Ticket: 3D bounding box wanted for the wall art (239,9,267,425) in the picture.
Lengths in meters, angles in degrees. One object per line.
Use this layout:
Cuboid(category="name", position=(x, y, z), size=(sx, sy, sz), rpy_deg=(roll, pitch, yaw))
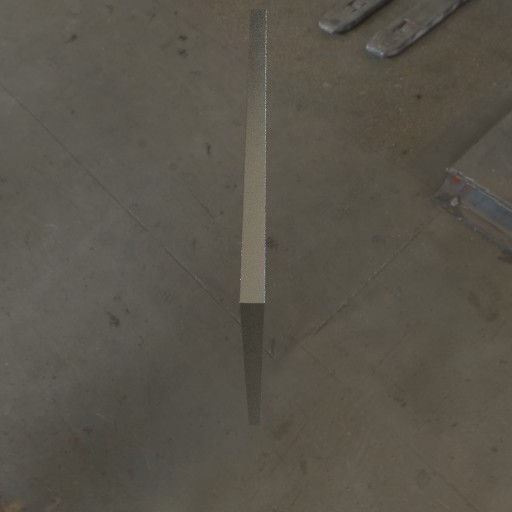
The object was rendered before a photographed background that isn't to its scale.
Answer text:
Cuboid(category="wall art", position=(0.000, 0.000, 1.360), size=(0.041, 1.062, 0.803), rpy_deg=(1, 59, 0))
